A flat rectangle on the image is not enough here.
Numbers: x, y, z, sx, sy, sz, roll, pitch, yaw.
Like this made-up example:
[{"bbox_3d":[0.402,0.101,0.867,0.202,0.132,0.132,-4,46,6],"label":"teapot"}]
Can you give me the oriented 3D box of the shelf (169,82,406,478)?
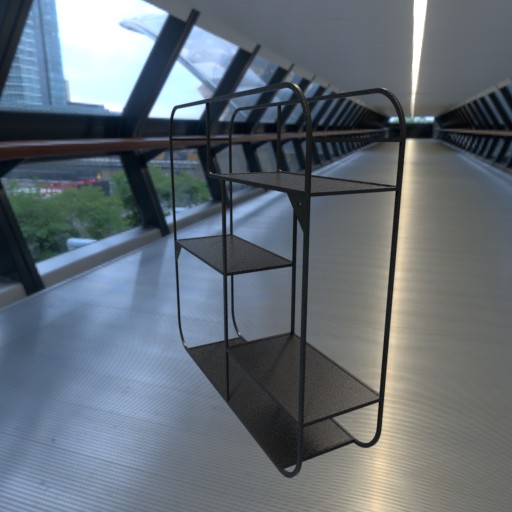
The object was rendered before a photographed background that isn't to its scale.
[{"bbox_3d":[0.000,0.000,0.894,0.160,0.600,0.600,-7,17,-26],"label":"shelf"}]
